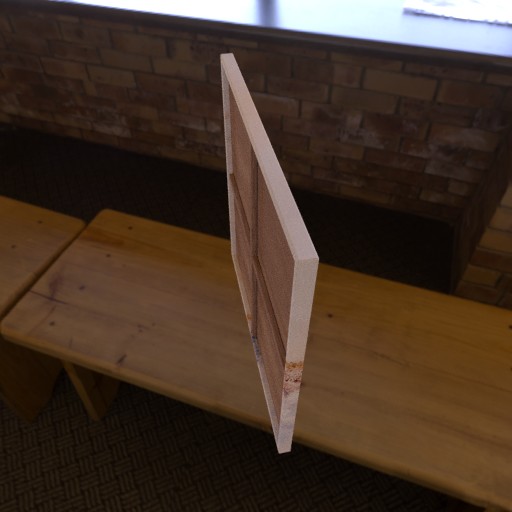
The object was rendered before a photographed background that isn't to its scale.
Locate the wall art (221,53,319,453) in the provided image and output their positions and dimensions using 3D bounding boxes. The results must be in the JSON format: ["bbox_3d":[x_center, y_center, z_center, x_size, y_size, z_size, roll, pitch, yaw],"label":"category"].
[{"bbox_3d":[0.000,0.000,1.381,0.038,0.889,0.889,-9,47,-8],"label":"wall art"}]
